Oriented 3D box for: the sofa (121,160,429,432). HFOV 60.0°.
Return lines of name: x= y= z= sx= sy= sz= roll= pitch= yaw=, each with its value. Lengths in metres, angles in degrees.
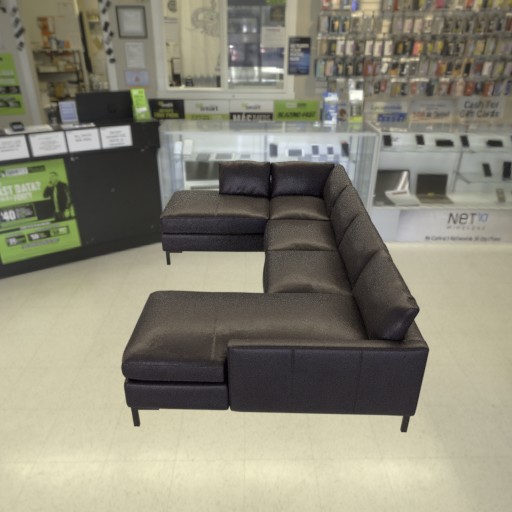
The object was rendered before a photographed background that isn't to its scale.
sofa: x=0.000 y=0.000 z=3.766 sx=1.939 sy=0.900 sz=2.956 roll=1 pitch=27 yaw=1
